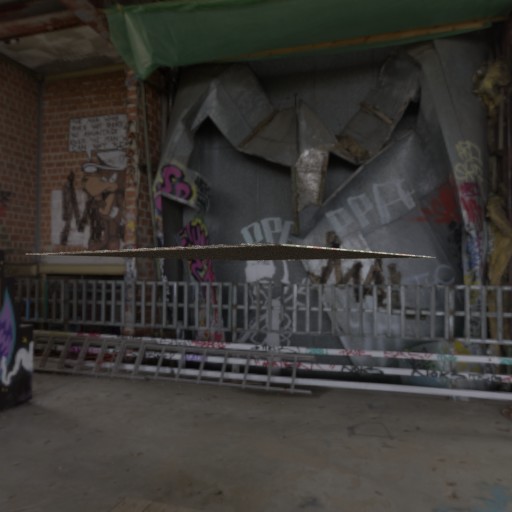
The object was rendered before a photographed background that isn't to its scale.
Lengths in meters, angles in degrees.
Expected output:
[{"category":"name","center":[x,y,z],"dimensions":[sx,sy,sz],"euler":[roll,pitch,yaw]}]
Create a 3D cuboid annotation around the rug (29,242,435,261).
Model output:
[{"category":"rug","center":[0.000,0.000,4.078],"dimensions":[2.438,0.010,3.048],"euler":[-1,-2,37]}]
